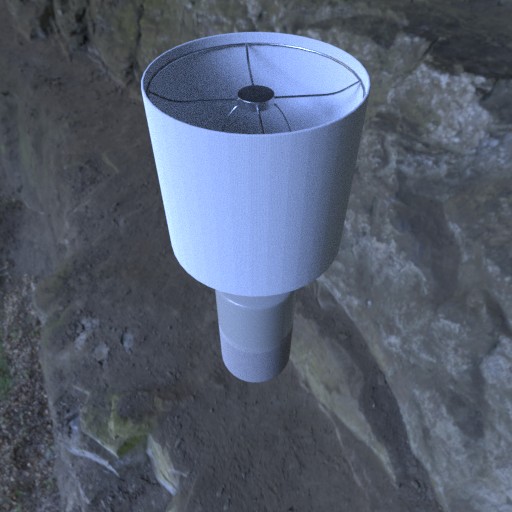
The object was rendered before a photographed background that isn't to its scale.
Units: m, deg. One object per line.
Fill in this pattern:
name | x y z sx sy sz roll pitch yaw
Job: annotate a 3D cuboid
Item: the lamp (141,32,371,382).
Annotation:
lamp | 0.000 0.000 0.593 0.212 0.493 0.212 -4 47 -4
